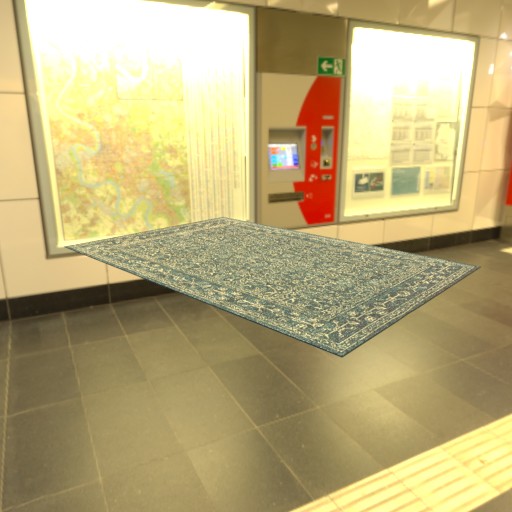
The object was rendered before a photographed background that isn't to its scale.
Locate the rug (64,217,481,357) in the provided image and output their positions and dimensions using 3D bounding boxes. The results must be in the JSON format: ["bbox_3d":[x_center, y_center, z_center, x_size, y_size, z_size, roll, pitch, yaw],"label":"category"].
[{"bbox_3d":[0.000,0.000,2.293,1.819,0.005,1.200,15,21,41],"label":"rug"}]
